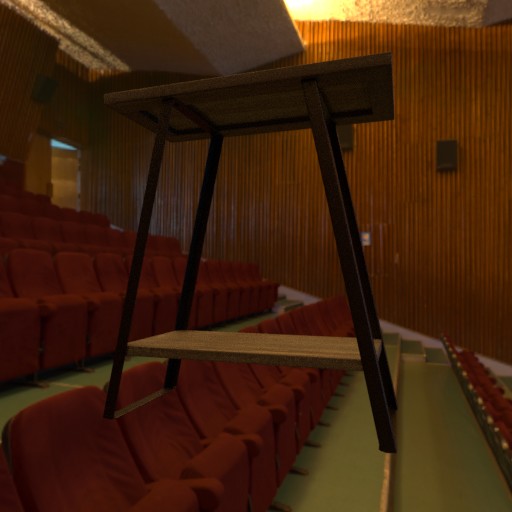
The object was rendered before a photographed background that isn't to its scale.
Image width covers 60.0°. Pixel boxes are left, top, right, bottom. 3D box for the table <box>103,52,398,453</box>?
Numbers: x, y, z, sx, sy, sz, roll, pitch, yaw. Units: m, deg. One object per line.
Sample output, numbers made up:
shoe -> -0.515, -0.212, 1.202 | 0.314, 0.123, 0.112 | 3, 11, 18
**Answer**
table -> 0.000, 0.000, 0.999 | 0.599, 0.701, 0.300 | -1, -2, 18
